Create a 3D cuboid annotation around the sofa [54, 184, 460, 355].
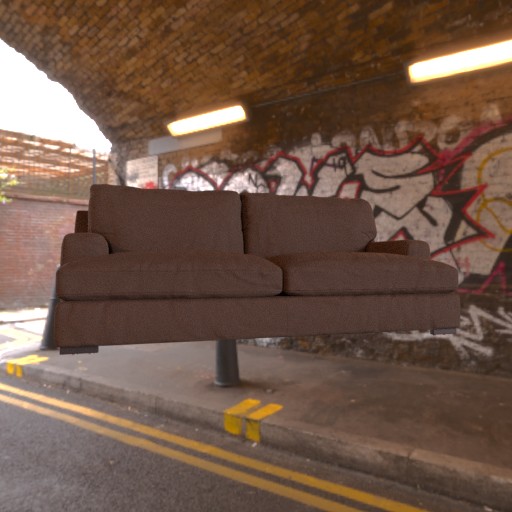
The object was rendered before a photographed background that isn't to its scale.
[{"bbox_3d":[0.000,0.000,2.845,2.274,0.950,1.140,0,-2,-17],"label":"sofa"}]
